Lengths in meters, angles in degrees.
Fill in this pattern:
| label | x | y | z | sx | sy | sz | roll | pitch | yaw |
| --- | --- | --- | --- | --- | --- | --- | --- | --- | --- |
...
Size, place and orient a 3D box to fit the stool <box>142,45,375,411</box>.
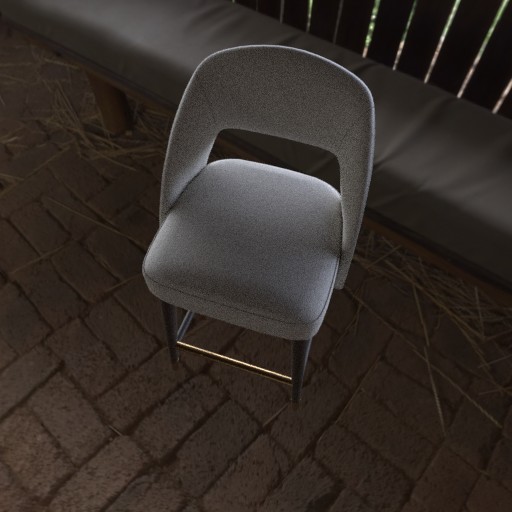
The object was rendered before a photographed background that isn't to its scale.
| label | x | y | z | sx | sy | sz | roll | pitch | yaw |
| --- | --- | --- | --- | --- | --- | --- | --- | --- | --- |
| stool | 0.000 | 0.000 | 1.226 | 0.494 | 0.940 | 0.509 | 16 | 59 | 10 |
